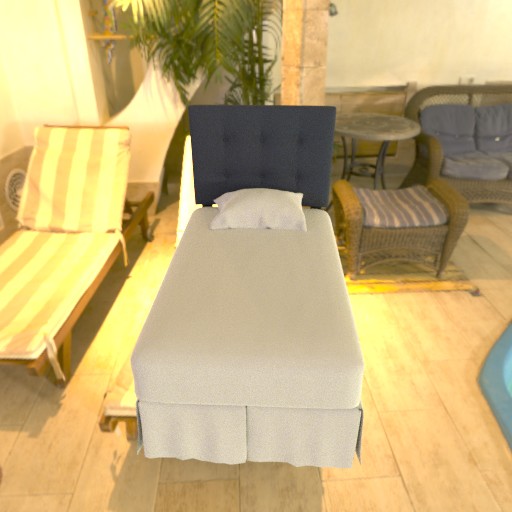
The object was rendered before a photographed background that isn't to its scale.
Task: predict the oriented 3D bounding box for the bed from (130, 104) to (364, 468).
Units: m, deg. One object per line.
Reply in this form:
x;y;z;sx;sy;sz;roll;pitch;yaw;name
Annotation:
0.000;0.000;2.940;1.261;1.571;1.997;1;29;2;bed
